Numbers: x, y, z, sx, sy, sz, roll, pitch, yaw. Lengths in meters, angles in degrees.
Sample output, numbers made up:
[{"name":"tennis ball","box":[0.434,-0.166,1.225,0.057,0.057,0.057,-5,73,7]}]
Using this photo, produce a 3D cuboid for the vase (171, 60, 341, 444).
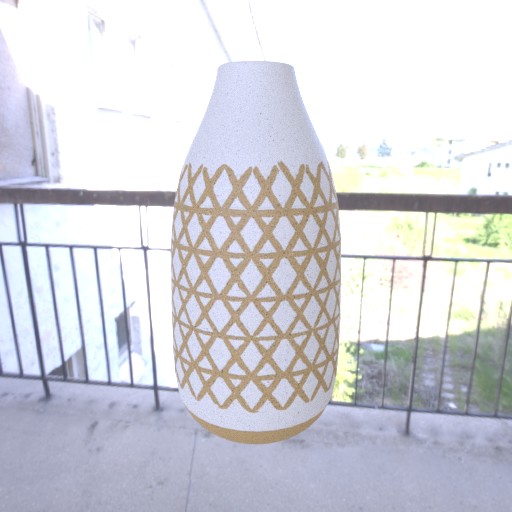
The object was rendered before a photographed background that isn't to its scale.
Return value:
[{"name":"vase","box":[0.000,0.000,0.479,0.186,0.380,0.186,0,14,0]}]
